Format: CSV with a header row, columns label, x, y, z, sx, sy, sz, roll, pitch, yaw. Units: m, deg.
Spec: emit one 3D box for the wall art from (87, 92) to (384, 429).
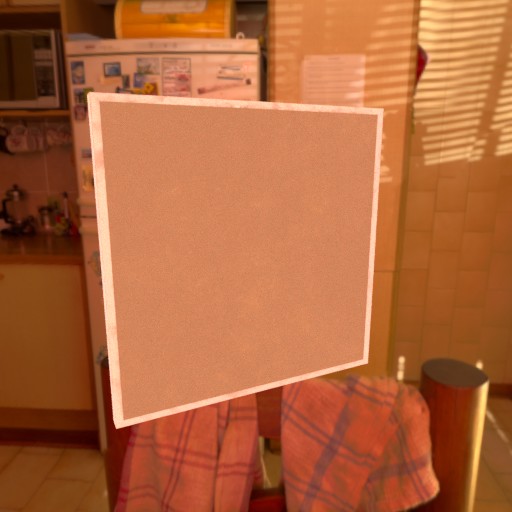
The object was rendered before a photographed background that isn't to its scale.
label,x,y,z,sx,sy,sz,roll,pitch,yaw
wall art,0.000,0.000,1.149,0.760,0.757,0.038,-6,15,-26
